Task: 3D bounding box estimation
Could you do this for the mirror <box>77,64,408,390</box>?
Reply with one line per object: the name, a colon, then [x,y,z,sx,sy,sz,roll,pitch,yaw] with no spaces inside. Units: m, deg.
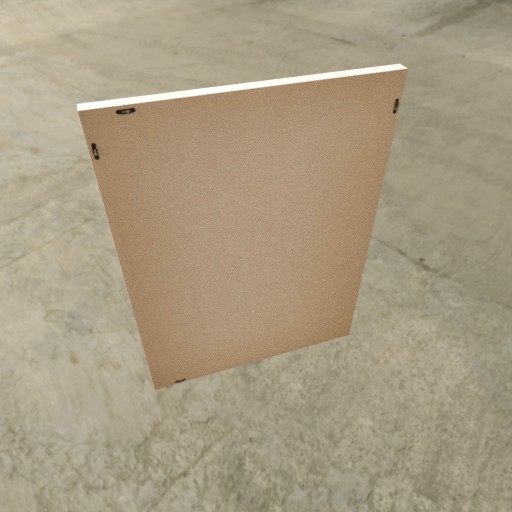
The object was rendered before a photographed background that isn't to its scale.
mirror: [0.000,0.000,1.323,0.762,1.016,0.041,-13,43,-14]
